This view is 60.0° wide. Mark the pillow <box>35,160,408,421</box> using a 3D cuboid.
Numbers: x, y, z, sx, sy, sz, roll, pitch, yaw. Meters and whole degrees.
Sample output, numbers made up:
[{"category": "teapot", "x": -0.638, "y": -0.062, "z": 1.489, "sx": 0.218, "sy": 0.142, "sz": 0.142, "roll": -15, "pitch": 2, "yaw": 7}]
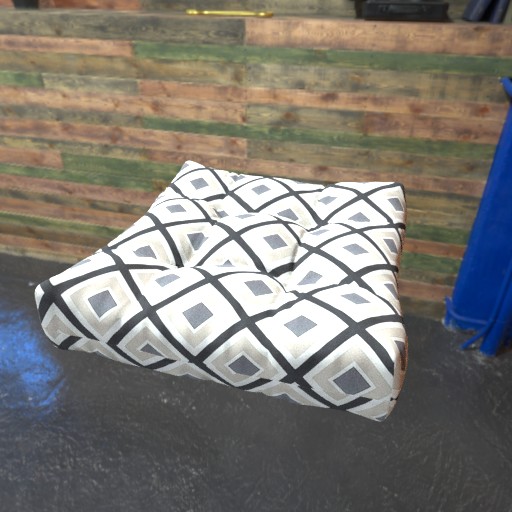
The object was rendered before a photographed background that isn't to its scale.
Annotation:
[{"category": "pillow", "x": 0.000, "y": 0.000, "z": 0.716, "sx": 0.468, "sy": 0.128, "sz": 0.490, "roll": 9, "pitch": 33, "yaw": 13}]
